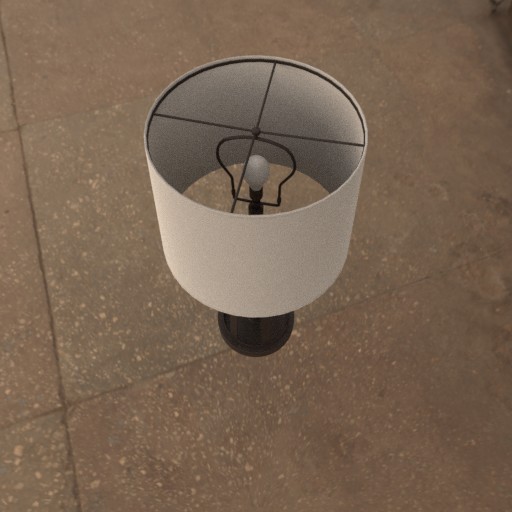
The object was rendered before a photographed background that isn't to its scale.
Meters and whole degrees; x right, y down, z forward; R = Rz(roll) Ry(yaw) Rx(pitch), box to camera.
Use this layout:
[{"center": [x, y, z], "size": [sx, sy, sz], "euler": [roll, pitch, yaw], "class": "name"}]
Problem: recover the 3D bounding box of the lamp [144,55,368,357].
[{"center": [0.000, 0.000, 0.657], "size": [0.251, 0.509, 0.251], "euler": [0, 60, 0], "class": "lamp"}]
